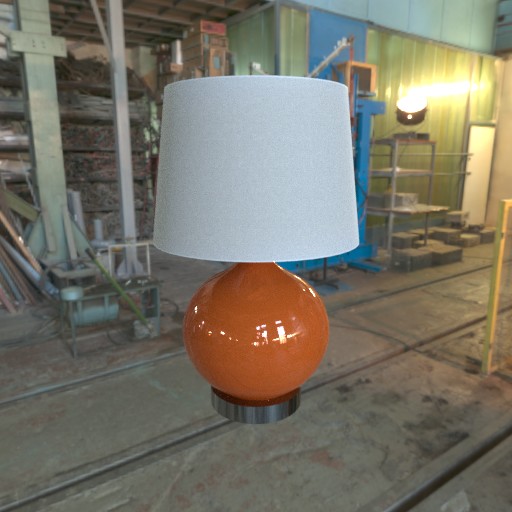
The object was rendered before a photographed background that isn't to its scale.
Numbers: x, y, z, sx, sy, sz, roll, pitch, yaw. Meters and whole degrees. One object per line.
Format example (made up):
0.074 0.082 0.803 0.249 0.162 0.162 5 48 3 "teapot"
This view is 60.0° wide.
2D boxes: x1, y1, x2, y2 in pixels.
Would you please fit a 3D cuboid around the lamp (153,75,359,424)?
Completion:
0.000 0.000 0.548 0.247 0.387 0.247 0 13 0 "lamp"
